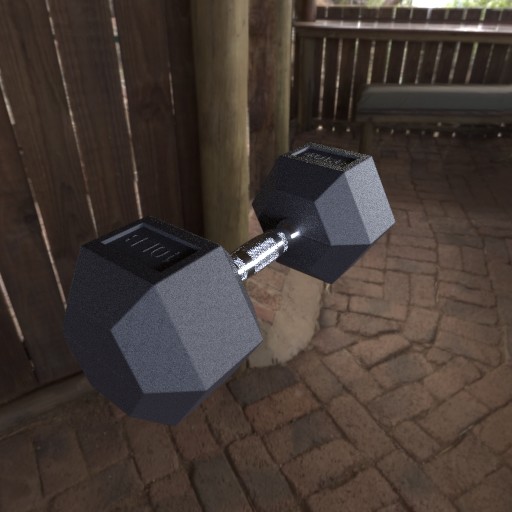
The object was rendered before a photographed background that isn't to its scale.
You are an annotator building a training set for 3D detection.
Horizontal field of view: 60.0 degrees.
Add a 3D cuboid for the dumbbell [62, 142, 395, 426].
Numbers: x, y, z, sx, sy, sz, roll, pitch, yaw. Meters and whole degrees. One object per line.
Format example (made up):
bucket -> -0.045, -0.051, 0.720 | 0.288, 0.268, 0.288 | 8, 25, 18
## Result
dumbbell -> 0.000, 0.000, 0.436 | 0.157, 0.137, 0.361 | 22, 38, 32
